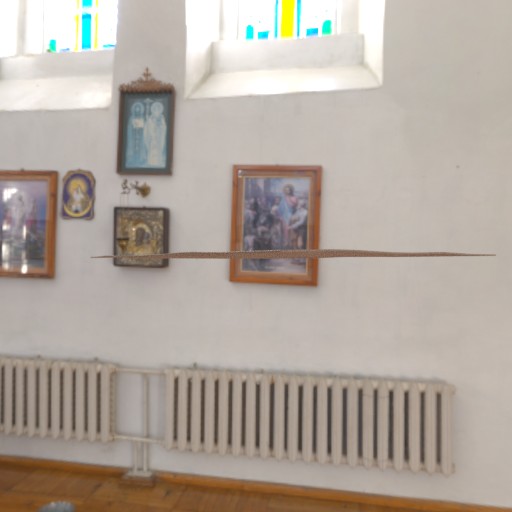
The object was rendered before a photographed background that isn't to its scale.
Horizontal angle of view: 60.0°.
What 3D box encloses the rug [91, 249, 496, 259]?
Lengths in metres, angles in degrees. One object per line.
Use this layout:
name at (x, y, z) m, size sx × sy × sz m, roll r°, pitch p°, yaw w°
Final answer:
rug at (0.000, 0.000, 3.002) m, size 1.524 × 0.015 × 2.439 m, roll 1°, pitch -1°, yaw -35°
